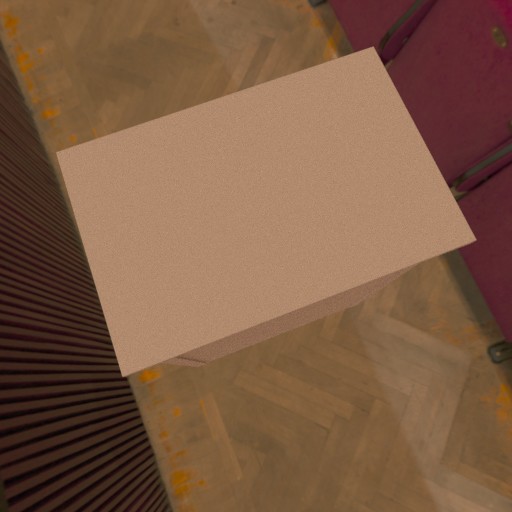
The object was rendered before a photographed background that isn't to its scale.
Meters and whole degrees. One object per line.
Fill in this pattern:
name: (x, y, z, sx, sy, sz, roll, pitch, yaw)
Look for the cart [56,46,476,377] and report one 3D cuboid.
cart: (0.000, 0.000, 1.238, 0.683, 0.864, 0.442, -20, 76, -5)
